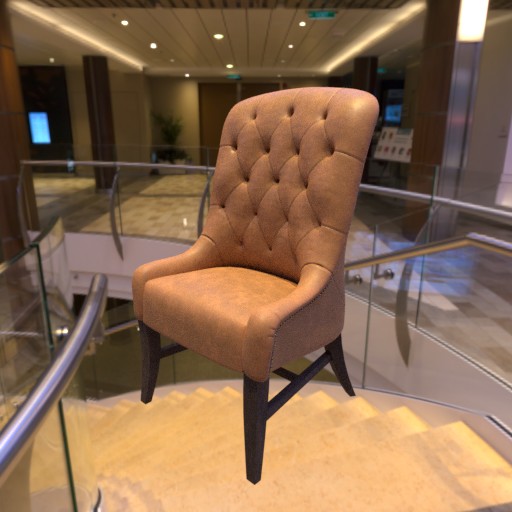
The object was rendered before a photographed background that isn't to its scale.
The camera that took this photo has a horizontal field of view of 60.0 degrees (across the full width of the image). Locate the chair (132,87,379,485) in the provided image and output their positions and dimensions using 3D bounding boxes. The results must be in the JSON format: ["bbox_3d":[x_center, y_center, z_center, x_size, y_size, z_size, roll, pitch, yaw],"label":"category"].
[{"bbox_3d":[0.000,0.000,1.492,0.634,1.091,0.629,15,22,41],"label":"chair"}]
